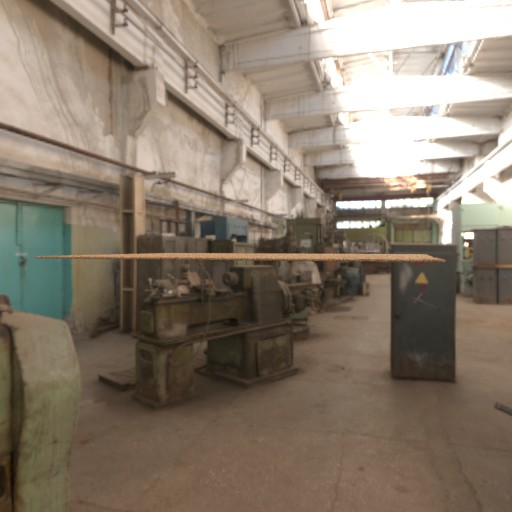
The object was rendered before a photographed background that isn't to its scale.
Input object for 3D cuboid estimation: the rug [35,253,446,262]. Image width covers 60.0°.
[{"bbox_3d":[0.000,0.000,2.862,2.141,0.013,1.566,0,1,18],"label":"rug"}]
